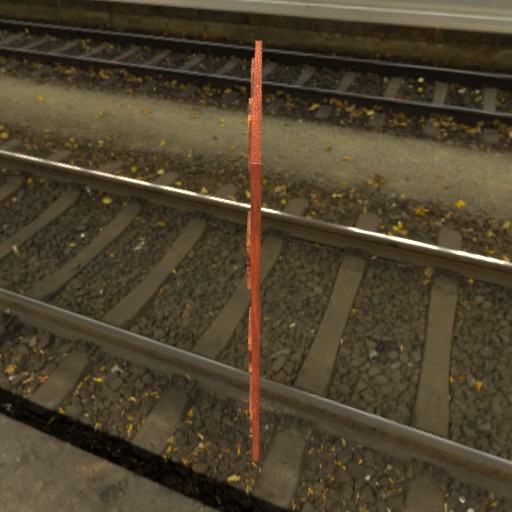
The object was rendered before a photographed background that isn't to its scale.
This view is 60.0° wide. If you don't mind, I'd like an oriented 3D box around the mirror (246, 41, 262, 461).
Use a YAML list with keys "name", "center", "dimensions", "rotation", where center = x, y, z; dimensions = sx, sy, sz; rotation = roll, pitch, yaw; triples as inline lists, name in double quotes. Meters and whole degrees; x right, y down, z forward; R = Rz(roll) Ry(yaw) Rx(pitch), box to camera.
- name: "mirror"
  center: [0.000, 0.000, 1.058]
  dimensions: [0.021, 0.805, 0.600]
  rotation: [0, 40, 1]
